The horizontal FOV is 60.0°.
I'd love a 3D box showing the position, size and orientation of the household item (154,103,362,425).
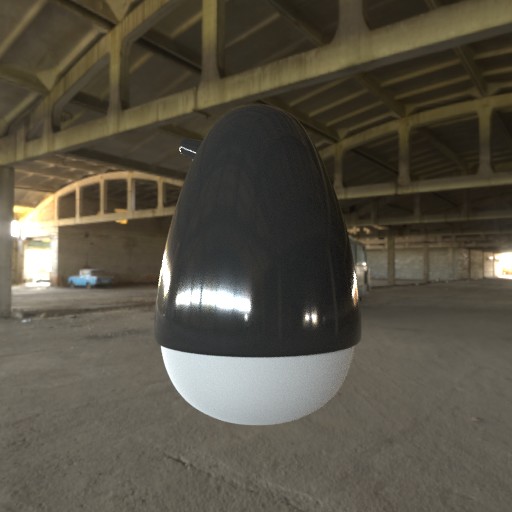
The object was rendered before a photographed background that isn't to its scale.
[{"bbox_3d":[0.000,0.000,0.225,0.104,0.152,0.102,-1,-2,36],"label":"household item"}]
